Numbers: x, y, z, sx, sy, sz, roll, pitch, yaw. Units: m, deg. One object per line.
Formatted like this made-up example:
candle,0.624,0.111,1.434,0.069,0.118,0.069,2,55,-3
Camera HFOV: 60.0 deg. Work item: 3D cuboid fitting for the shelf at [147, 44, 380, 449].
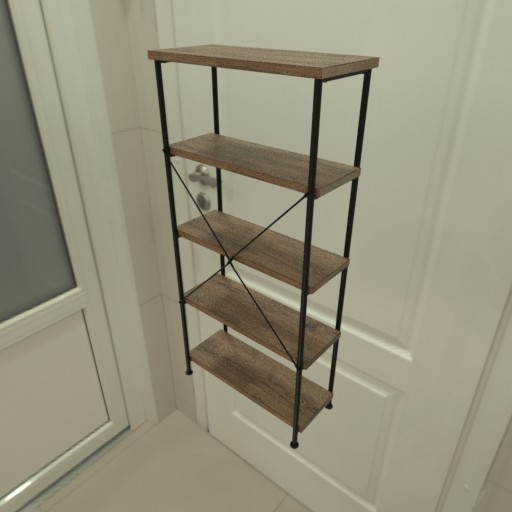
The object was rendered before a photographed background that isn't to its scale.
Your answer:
shelf,0.000,0.000,2.037,0.800,1.700,0.360,23,37,34
